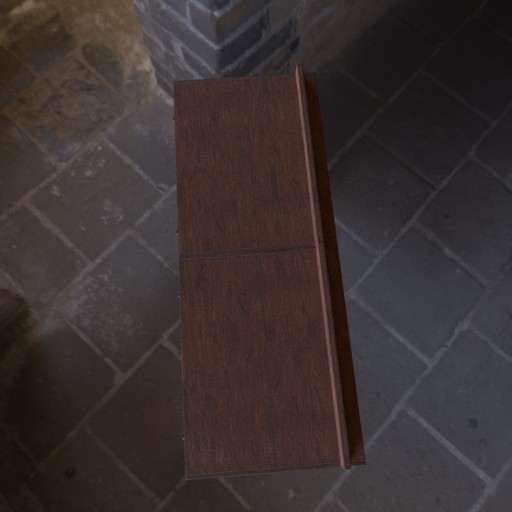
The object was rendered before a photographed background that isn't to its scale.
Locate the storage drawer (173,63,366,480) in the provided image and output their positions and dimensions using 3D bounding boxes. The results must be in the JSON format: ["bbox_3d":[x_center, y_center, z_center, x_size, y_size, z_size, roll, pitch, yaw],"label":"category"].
[{"bbox_3d":[0.000,0.000,2.172,0.774,0.339,1.914,-4,75,-1],"label":"storage drawer"}]
